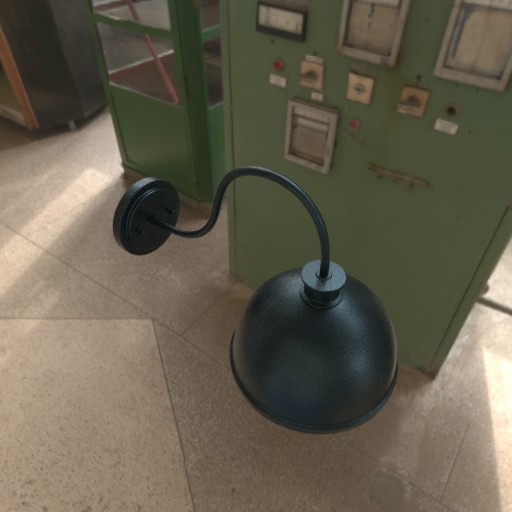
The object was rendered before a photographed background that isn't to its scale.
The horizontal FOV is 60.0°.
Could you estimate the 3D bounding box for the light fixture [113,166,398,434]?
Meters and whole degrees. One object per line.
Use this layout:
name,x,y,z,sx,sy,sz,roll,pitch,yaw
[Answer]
light fixture,0.000,0.000,0.627,0.467,0.295,0.253,27,49,26
